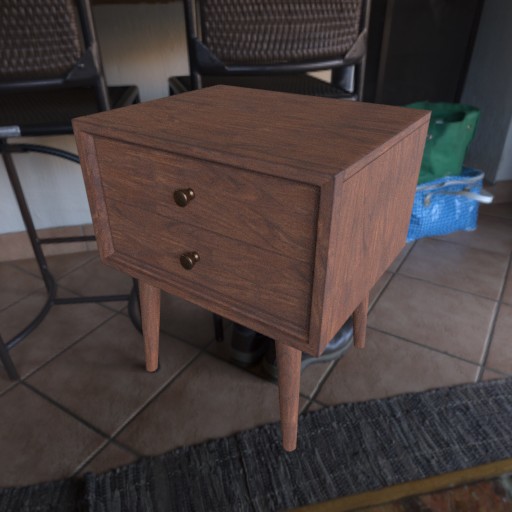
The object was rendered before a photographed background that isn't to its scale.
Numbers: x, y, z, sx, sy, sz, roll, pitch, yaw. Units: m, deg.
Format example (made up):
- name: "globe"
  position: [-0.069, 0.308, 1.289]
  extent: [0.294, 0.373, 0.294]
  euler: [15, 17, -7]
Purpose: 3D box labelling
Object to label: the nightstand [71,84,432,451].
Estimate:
- name: "nightstand"
  position: [0.000, 0.000, 0.976]
  extent: [0.521, 0.607, 0.445]
  euler: [19, 35, 29]
